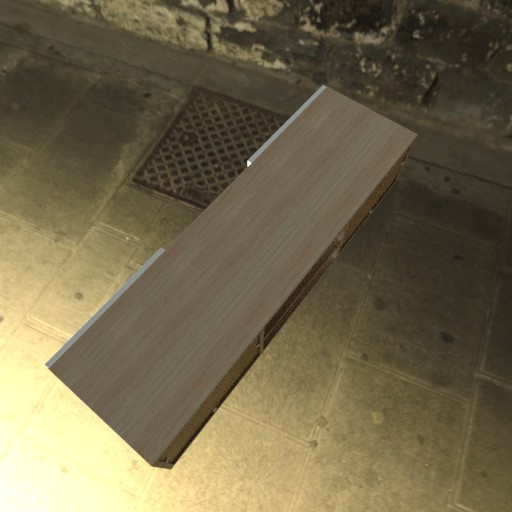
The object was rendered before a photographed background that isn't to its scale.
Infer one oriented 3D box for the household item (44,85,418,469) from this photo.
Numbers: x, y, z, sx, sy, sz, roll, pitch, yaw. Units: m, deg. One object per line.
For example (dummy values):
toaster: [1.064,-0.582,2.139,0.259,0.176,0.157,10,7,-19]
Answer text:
household item: [0.000,0.000,1.575,0.420,0.310,1.400,35,68,16]
